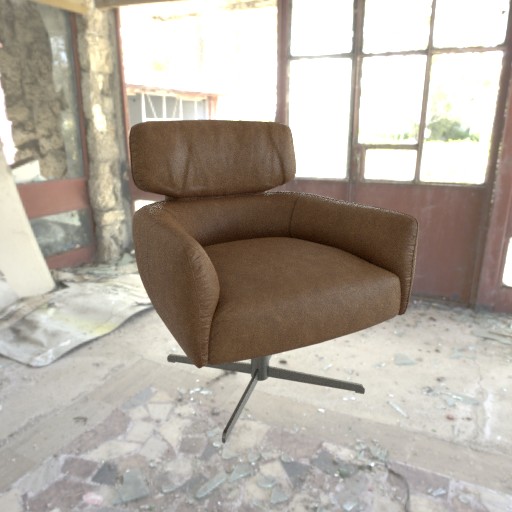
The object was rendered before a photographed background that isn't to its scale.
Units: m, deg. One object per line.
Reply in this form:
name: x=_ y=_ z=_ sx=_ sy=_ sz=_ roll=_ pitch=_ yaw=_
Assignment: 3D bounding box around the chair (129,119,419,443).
chair: x=0.000 y=0.000 z=1.367 sx=0.706 sy=0.812 sz=0.715 roll=-9 pitch=19 yaw=-27
